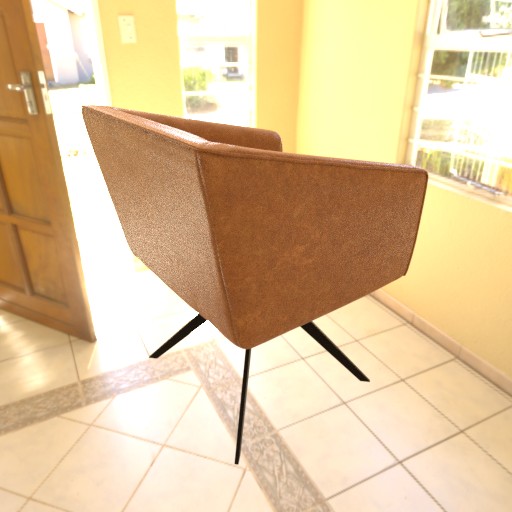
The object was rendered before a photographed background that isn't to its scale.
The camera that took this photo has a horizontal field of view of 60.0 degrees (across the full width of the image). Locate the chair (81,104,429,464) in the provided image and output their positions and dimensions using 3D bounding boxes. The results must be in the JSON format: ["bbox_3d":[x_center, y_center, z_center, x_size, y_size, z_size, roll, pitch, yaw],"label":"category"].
[{"bbox_3d":[0.000,0.000,1.176,0.625,0.760,0.588,-18,32,-32],"label":"chair"}]
